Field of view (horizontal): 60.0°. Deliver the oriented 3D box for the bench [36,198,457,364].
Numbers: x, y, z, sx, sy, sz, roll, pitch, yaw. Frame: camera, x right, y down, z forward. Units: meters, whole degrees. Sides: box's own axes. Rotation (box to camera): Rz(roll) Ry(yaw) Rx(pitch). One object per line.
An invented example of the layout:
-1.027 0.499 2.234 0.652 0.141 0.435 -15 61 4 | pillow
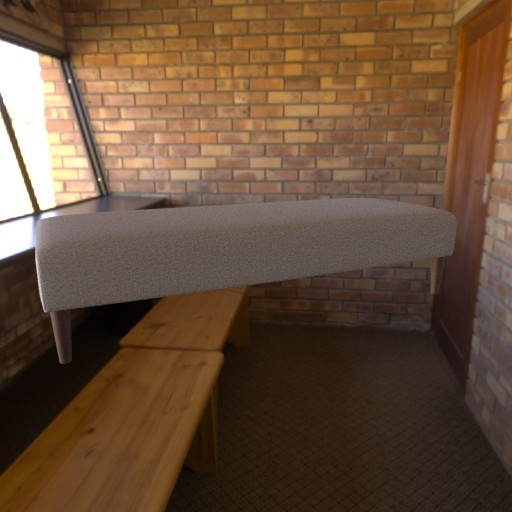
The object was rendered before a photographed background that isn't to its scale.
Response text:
0.000 0.000 1.818 1.598 0.383 0.631 -6 15 -25 | bench
